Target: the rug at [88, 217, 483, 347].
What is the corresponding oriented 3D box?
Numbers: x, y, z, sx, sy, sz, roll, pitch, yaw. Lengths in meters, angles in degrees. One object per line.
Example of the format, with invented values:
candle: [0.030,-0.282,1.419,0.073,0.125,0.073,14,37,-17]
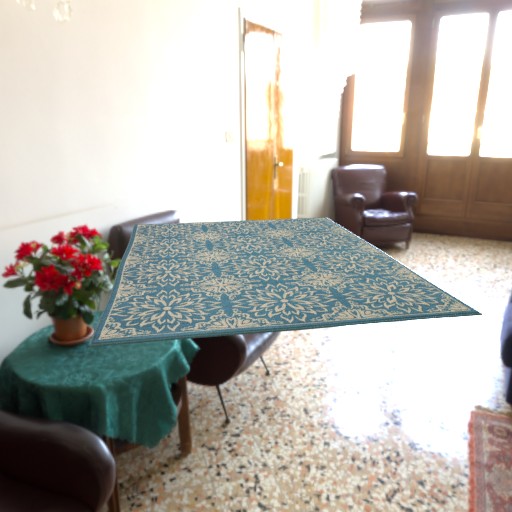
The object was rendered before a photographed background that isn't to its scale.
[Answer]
rug: [0.000,0.000,3.960,2.350,0.018,2.964,-3,17,-10]
